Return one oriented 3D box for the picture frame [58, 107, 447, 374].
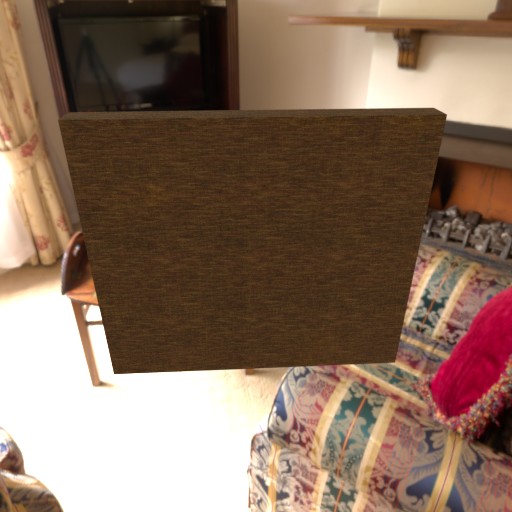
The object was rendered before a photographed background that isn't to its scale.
[{"bbox_3d":[0.000,0.000,0.527,0.378,0.330,0.033,-2,30,-3],"label":"picture frame"}]
